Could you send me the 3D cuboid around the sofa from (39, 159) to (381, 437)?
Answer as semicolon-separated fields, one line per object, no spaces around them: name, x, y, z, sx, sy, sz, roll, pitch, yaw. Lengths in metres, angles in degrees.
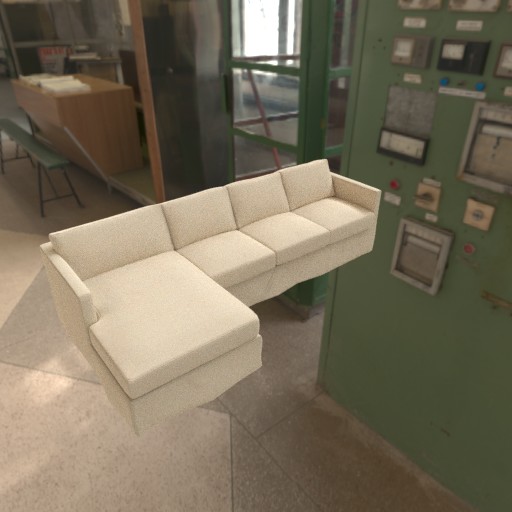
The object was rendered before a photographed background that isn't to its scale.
sofa;0.000;0.000;3.969;3.205;0.922;1.650;-21;36;-33
